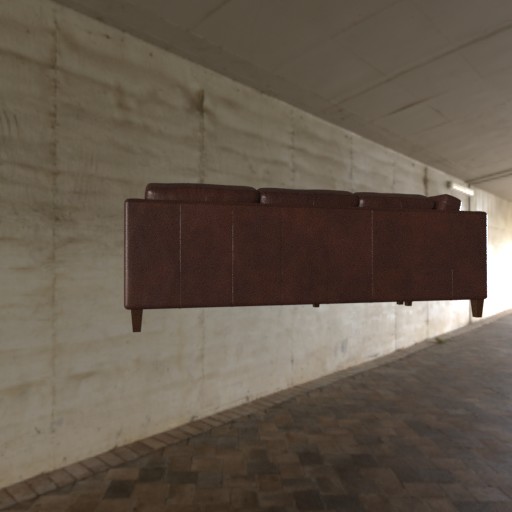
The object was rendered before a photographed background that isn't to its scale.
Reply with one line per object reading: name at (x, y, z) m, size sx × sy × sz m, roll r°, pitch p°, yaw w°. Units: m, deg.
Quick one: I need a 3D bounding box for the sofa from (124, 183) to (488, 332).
sofa at (0.000, 0.000, 4.364) m, size 2.452 × 0.891 × 3.324 m, roll 0°, pitch -1°, yaw -16°
